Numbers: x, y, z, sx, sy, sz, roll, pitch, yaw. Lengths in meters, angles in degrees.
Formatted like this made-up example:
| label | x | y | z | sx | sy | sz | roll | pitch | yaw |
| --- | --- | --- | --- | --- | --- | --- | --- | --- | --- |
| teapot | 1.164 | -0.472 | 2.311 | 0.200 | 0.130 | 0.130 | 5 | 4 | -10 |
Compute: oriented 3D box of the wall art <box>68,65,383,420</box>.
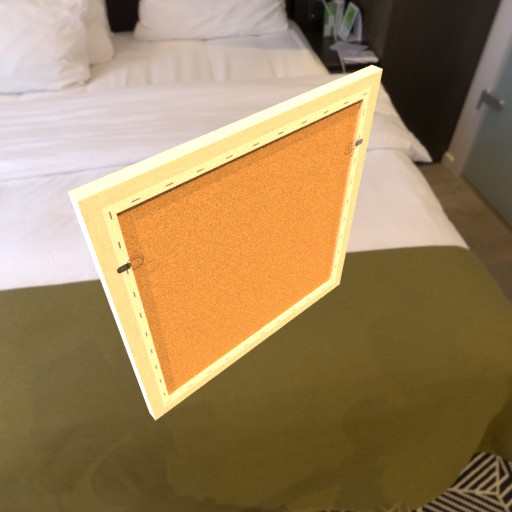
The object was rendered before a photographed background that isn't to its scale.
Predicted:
| label | x | y | z | sx | sy | sz | roll | pitch | yaw |
| --- | --- | --- | --- | --- | --- | --- | --- | --- | --- |
| wall art | 0.000 | 0.000 | 1.521 | 1.016 | 1.016 | 0.045 | -32 | 53 | -28 |
